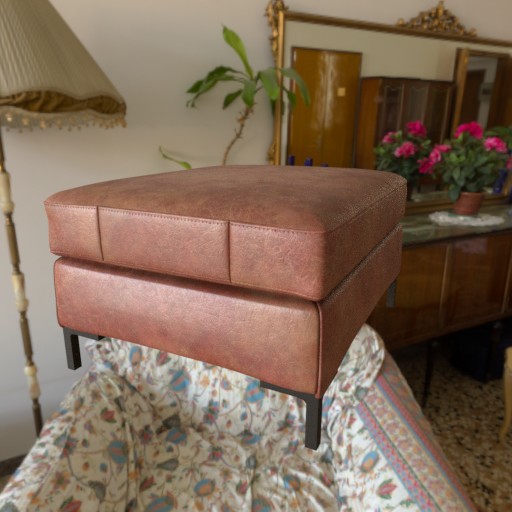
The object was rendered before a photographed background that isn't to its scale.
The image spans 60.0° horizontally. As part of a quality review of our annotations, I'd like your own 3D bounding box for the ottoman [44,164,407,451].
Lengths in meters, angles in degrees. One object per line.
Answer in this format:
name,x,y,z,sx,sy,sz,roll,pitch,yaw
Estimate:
ottoman,0.000,0.000,1.774,0.965,0.667,1.186,8,18,26
